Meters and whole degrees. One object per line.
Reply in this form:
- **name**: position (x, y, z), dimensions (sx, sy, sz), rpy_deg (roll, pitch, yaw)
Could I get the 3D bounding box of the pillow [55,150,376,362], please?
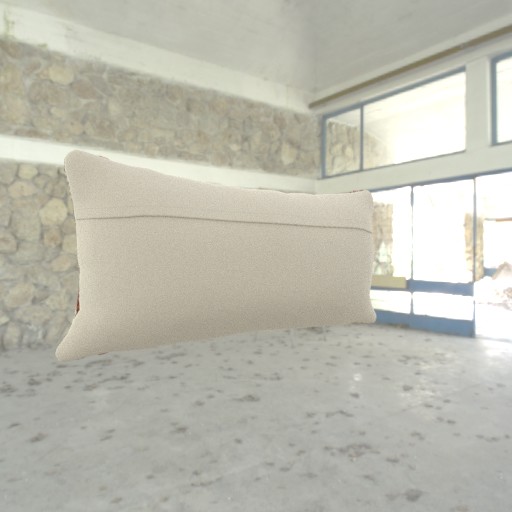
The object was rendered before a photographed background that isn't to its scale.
- **pillow**: position (0.000, 0.000, 0.756), dimensions (0.635, 0.282, 0.139), rpy_deg (0, -1, -36)
